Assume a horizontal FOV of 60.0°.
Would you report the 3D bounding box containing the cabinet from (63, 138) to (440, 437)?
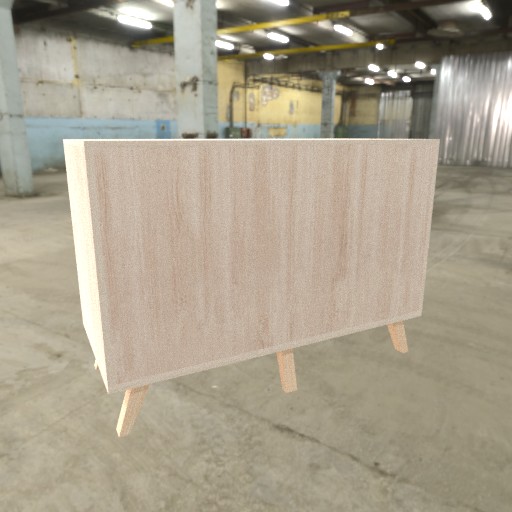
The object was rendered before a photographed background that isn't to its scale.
[{"bbox_3d":[0.000,0.000,1.532,1.110,0.780,0.500,-8,17,-27],"label":"cabinet"}]
